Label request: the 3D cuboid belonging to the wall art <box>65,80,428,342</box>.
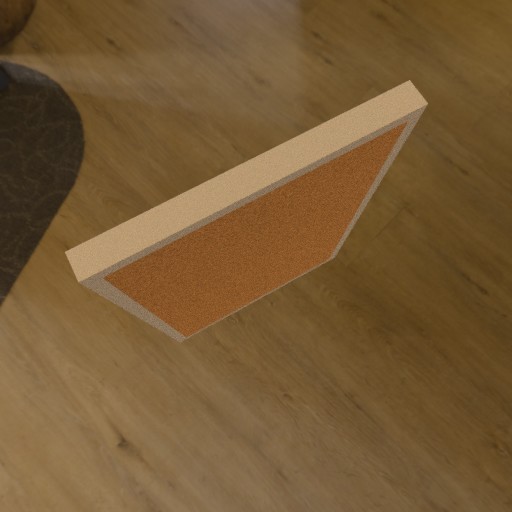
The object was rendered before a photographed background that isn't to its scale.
[{"bbox_3d":[0.000,0.000,0.819,0.450,0.657,0.038,-28,76,-8],"label":"wall art"}]
